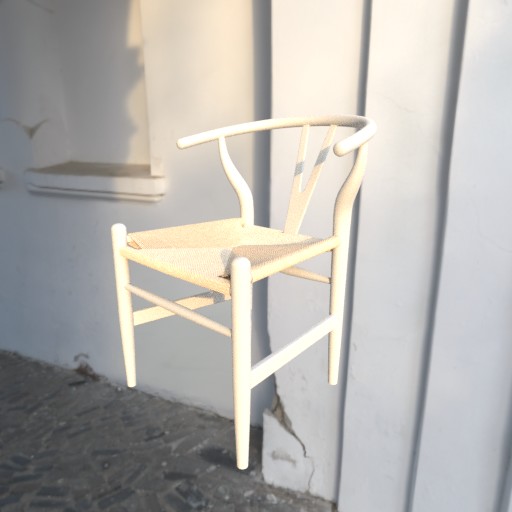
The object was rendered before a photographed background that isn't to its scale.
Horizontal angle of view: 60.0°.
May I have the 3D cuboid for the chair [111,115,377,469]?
[{"bbox_3d":[0.000,0.000,1.181,0.569,0.730,0.579,15,21,42],"label":"chair"}]
